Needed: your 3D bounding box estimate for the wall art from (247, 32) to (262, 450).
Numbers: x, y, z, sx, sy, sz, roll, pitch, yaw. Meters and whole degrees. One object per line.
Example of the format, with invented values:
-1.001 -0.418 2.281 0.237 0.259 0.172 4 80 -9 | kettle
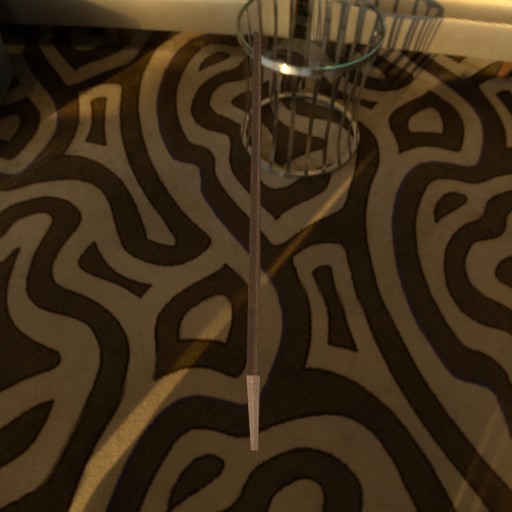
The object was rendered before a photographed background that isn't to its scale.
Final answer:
0.000 0.000 1.425 0.023 0.875 1.033 0 58 0 | wall art
